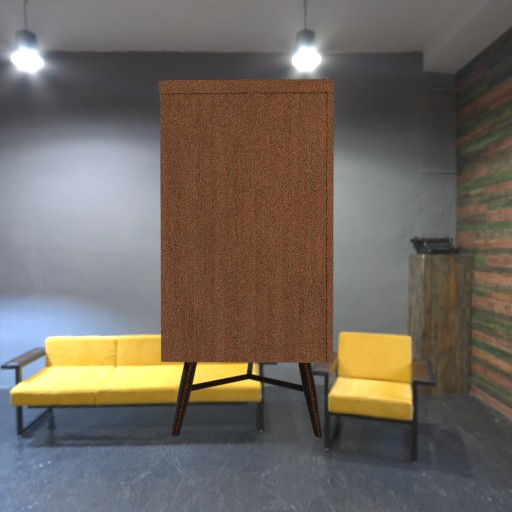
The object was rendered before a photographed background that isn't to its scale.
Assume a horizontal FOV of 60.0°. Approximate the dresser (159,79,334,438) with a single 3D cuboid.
[{"bbox_3d":[0.000,0.000,1.883,0.457,0.914,1.524,0,1,1],"label":"dresser"}]
